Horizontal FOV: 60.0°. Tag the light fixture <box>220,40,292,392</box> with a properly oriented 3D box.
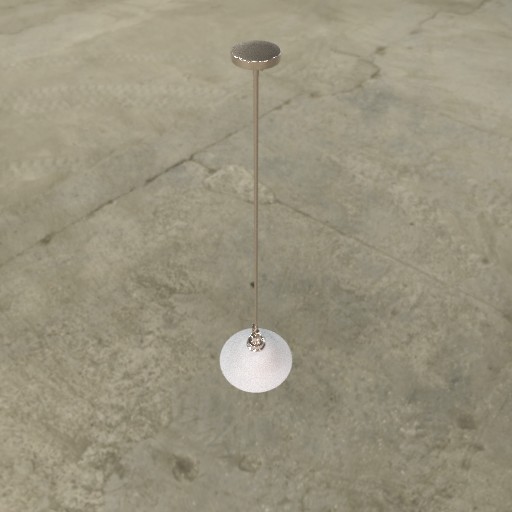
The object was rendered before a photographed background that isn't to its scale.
[{"bbox_3d":[0.000,0.000,1.488,0.324,1.354,0.324,-15,49,-14],"label":"light fixture"}]
